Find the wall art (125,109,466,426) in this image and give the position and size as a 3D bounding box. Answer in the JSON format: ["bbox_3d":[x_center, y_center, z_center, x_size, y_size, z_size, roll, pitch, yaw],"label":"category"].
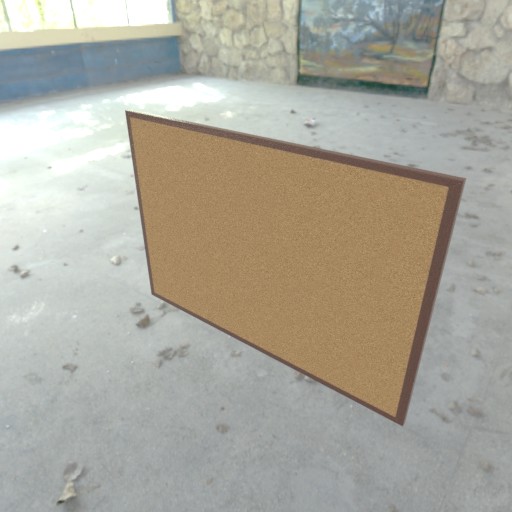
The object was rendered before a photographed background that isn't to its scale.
[{"bbox_3d":[0.000,0.000,0.843,0.660,0.455,0.014,21,36,32],"label":"wall art"}]
